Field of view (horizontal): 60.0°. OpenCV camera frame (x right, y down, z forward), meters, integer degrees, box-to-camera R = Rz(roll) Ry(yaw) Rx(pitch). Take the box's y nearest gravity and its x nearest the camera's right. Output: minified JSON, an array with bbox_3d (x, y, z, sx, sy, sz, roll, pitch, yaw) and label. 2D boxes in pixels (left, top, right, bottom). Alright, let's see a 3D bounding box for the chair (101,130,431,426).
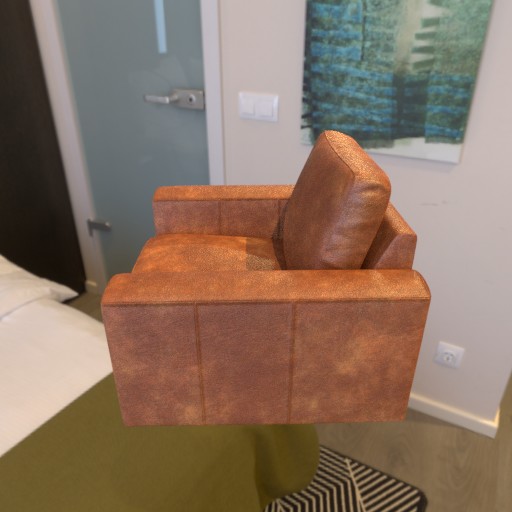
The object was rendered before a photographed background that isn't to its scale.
[{"bbox_3d":[0.000,0.000,1.784,1.016,0.873,1.005,-1,28,-1],"label":"chair"}]
